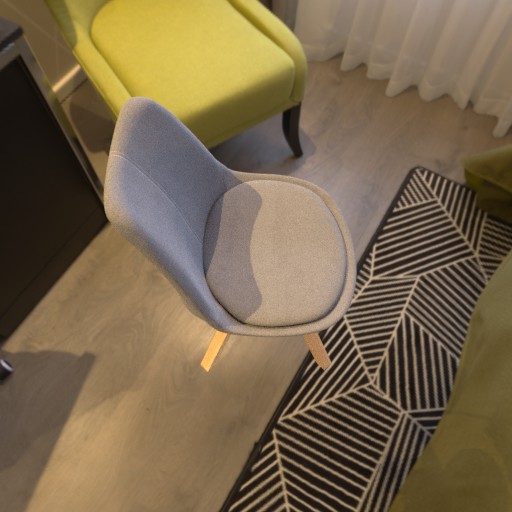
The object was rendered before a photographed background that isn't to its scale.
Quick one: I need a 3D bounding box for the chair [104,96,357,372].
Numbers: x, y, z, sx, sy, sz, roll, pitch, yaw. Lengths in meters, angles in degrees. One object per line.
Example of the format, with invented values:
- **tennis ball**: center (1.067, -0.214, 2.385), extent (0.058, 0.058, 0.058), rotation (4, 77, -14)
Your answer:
- **chair**: center (0.000, 0.000, 1.198), extent (0.549, 0.863, 0.474), rotation (0, 64, 0)
